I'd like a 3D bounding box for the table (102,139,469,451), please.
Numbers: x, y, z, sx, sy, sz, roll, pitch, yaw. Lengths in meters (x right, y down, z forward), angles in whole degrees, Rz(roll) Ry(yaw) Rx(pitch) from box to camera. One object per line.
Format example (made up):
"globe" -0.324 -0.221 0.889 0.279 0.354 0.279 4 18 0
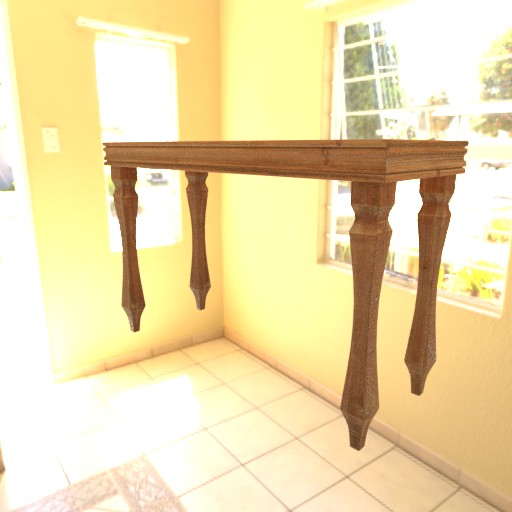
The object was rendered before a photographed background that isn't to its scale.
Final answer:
"table" 0.000 0.000 1.743 1.330 0.873 0.522 13 19 42
